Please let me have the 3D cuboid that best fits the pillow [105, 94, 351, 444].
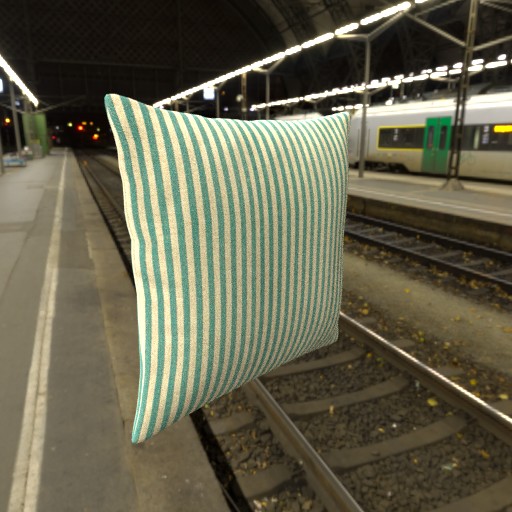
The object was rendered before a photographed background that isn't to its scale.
[{"bbox_3d":[0.000,0.000,0.789,0.523,0.510,0.166,-14,20,-42],"label":"pillow"}]
